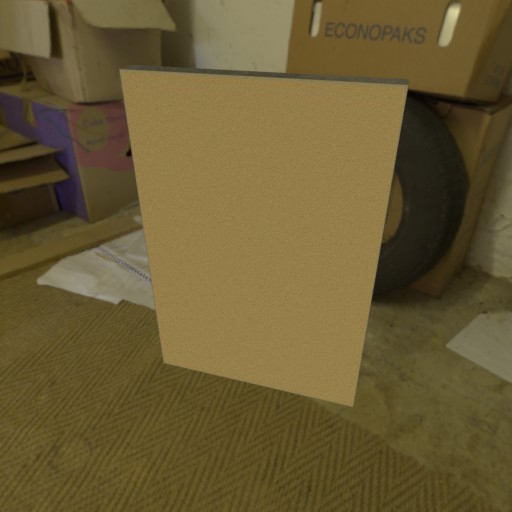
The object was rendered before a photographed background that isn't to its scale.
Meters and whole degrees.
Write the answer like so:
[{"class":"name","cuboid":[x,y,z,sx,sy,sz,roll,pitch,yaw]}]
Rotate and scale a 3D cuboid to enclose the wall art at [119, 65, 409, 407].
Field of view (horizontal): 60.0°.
[{"class":"wall art","cuboid":[0.000,0.000,0.593,0.313,0.457,0.031,9,33,14]}]
